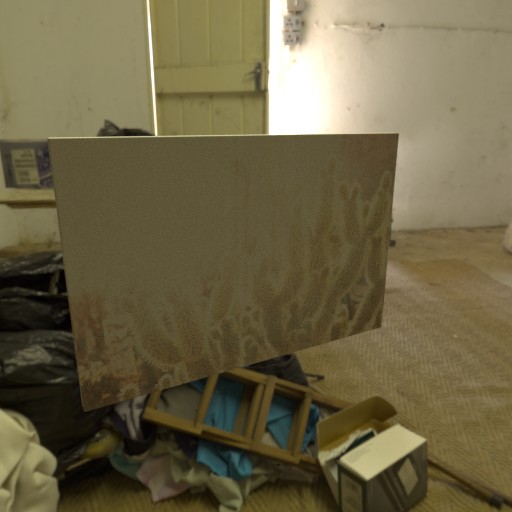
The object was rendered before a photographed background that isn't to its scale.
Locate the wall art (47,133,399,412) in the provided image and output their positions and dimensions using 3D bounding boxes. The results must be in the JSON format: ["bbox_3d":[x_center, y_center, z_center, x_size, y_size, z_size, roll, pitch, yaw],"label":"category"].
[{"bbox_3d":[0.000,0.000,1.438,1.142,0.758,0.041,-9,19,-28],"label":"wall art"}]
